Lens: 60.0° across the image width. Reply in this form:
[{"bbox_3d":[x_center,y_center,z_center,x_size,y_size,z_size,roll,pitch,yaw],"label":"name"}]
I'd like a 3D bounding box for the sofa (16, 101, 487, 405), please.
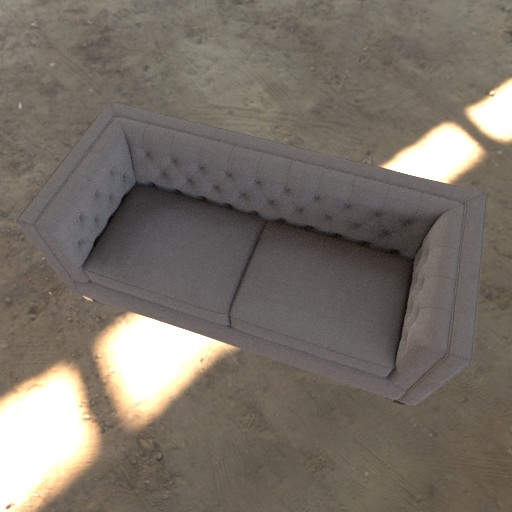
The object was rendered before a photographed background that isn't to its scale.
[{"bbox_3d":[0.000,0.000,2.123,1.778,0.762,0.775,16,60,10],"label":"sofa"}]
